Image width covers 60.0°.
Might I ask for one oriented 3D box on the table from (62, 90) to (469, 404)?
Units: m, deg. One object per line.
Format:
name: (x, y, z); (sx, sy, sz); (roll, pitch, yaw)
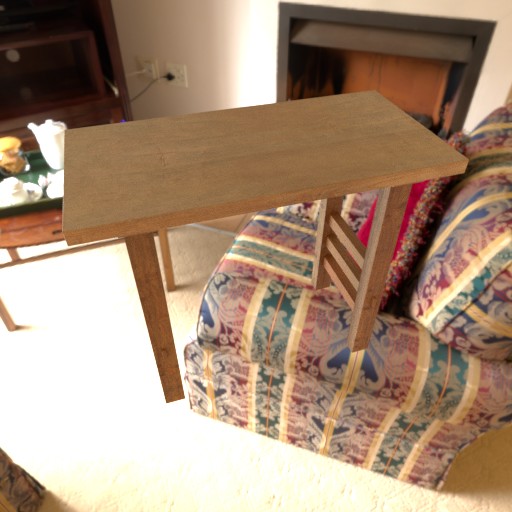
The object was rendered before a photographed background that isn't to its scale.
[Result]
table: (0.000, 0.000, 1.657); (1.119, 0.914, 0.556); (-12, 43, -13)
